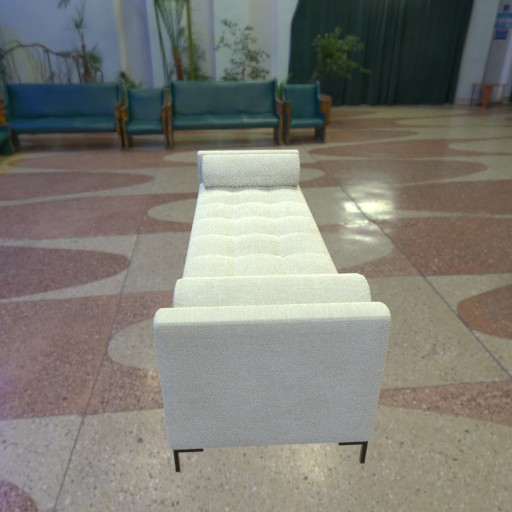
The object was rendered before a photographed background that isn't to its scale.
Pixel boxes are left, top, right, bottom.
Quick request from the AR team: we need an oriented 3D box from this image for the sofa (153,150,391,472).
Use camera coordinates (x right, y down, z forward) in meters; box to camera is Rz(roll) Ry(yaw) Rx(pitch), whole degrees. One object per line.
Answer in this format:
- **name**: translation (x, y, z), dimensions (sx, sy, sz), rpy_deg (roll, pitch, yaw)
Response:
- **sofa**: translation (0.000, 0.000, 2.257), dimensions (0.686, 0.635, 1.981), rpy_deg (-1, 27, -3)
